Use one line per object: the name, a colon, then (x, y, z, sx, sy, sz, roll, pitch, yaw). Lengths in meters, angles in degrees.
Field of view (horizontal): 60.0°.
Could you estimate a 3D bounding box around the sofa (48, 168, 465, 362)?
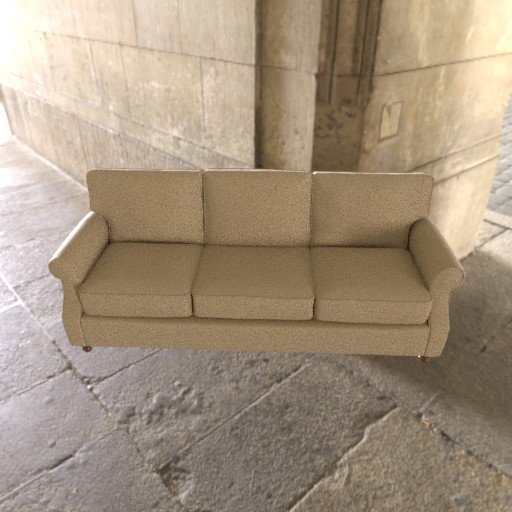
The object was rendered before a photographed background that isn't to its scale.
sofa: (0.000, 0.000, 2.815, 2.354, 0.948, 0.966, 1, 31, 2)
